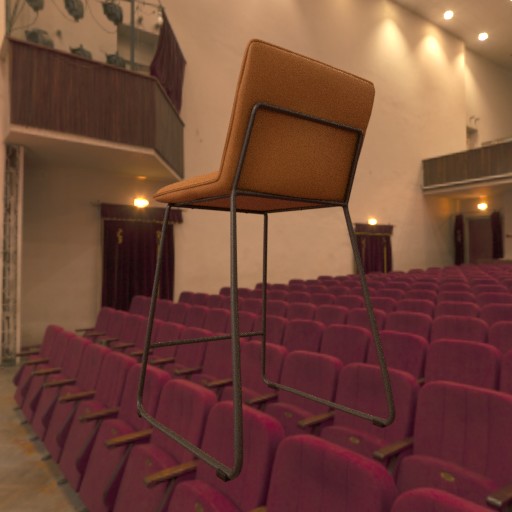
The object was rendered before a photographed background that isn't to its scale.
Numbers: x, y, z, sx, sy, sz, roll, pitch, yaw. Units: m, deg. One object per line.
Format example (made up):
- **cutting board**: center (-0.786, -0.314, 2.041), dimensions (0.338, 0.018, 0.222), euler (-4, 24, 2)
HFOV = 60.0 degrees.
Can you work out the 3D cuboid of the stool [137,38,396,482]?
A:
- **stool**: center (0.000, 0.000, 1.173), dimensions (0.489, 0.866, 0.524), euler (1, -1, -36)
